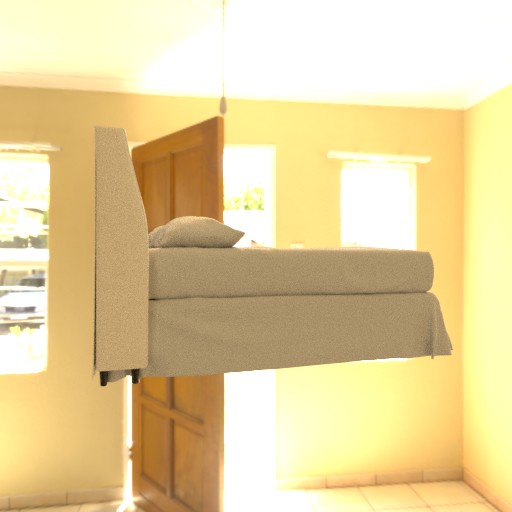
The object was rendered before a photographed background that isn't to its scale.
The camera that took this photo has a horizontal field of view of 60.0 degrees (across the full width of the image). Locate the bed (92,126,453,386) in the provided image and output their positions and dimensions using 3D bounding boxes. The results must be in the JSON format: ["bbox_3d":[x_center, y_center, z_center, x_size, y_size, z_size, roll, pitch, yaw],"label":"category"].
[{"bbox_3d":[0.000,0.000,3.424,2.276,1.332,1.925,0,0,-17],"label":"bed"}]
